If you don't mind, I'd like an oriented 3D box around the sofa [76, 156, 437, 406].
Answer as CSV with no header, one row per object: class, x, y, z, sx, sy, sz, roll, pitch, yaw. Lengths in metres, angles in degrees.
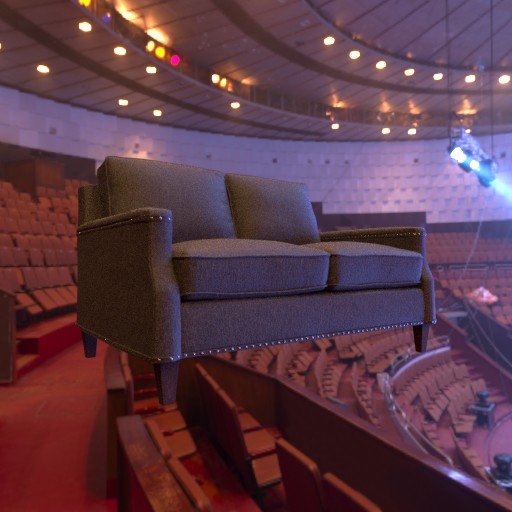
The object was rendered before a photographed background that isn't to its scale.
sofa,0.000,0.000,2.288,1.597,1.003,1.084,0,-1,-36
